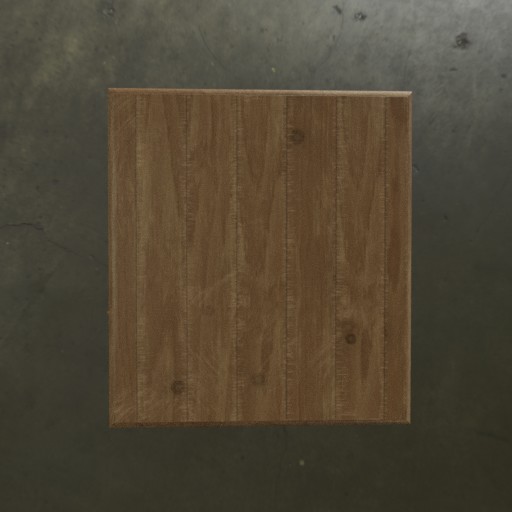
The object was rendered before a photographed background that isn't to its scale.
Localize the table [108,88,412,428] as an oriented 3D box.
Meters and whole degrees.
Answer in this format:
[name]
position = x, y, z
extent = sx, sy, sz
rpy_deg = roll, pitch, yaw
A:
[table]
position = 0.000, 0.000, 0.937
extent = 0.457, 0.561, 0.508
rpy_deg = 0, 91, -2
